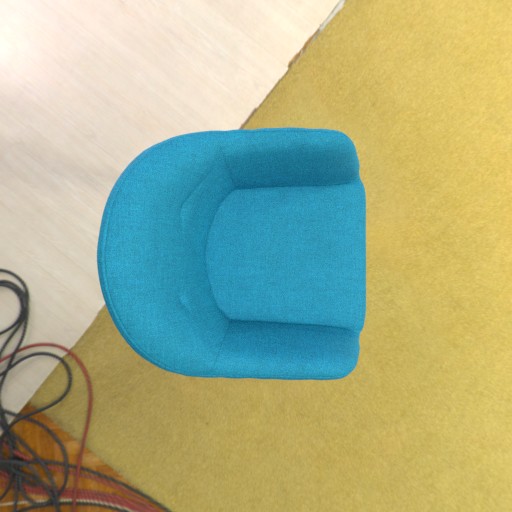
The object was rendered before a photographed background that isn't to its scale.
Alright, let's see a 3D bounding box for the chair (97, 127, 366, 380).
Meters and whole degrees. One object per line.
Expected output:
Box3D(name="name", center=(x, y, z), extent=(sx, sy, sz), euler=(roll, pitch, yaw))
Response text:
Box3D(name="chair", center=(0.000, 0.000, 1.166), extent=(0.565, 0.775, 0.545), euler=(0, 90, 0))
